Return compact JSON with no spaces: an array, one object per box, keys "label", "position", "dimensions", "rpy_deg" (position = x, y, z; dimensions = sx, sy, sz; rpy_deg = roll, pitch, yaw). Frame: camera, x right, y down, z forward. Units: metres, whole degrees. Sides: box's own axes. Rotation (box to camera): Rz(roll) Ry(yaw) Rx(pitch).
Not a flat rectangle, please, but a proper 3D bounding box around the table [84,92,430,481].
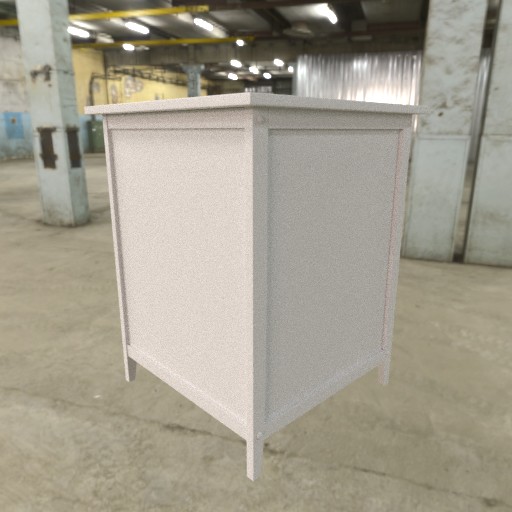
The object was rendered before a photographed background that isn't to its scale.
[{"label":"table","position":[0.000,0.000,0.754],"dimensions":[0.381,0.483,0.381],"rpy_deg":[-15,21,-42]}]
